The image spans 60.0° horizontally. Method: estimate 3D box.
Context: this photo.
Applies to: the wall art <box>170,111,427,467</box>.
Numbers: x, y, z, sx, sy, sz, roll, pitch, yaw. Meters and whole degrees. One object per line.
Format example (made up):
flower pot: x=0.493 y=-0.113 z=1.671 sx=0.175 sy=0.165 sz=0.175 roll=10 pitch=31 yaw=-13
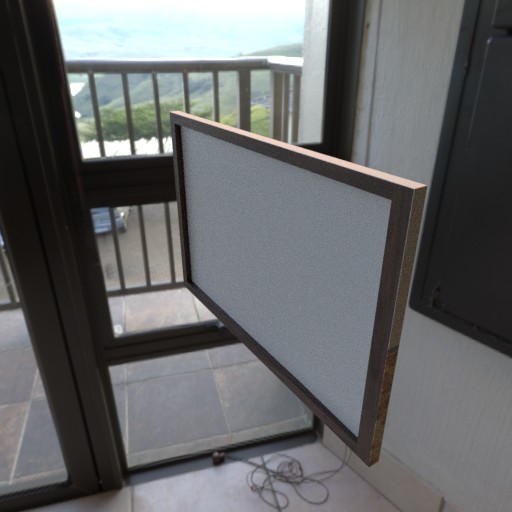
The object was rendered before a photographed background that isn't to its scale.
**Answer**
wall art: x=0.000 y=0.000 z=1.912 sx=0.051 sy=1.016 sz=1.520 roll=-16 pitch=31 yaw=-30
